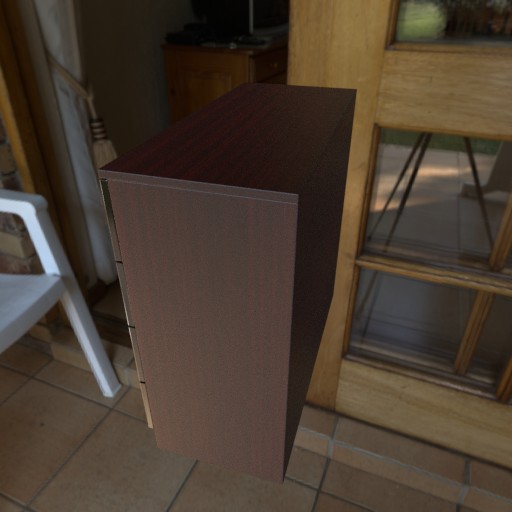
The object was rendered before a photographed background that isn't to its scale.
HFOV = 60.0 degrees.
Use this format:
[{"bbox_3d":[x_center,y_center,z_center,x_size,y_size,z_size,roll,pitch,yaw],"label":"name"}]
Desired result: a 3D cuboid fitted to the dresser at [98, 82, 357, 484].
[{"bbox_3d":[0.000,0.000,1.171,0.360,0.720,0.750,9,33,15],"label":"dresser"}]
